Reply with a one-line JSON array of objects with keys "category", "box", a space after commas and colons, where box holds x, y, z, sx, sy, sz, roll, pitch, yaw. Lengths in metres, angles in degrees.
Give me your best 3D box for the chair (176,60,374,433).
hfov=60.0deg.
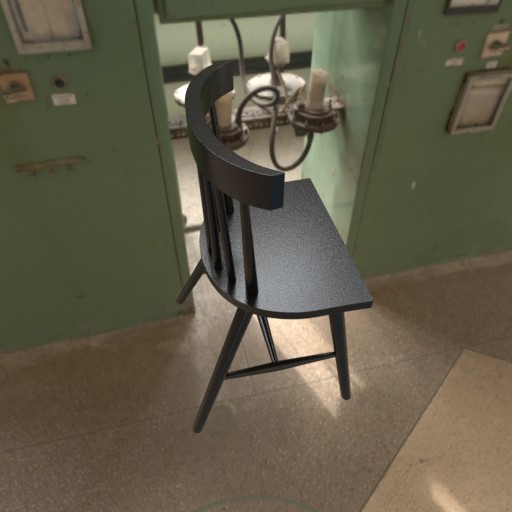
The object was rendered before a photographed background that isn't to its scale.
[{"category": "chair", "box": [0.000, 0.000, 1.171, 0.483, 0.844, 0.506, -9, 47, -9]}]
